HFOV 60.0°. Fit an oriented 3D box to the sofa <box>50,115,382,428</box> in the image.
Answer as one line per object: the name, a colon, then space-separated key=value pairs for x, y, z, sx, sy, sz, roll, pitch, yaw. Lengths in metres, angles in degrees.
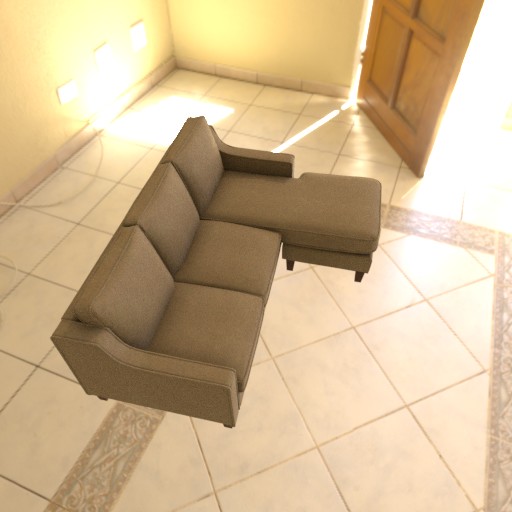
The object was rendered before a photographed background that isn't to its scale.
sofa: x=0.000 y=0.000 z=3.351 sx=1.858 sy=1.081 sz=2.317 roll=9 pitch=48 yaw=8
